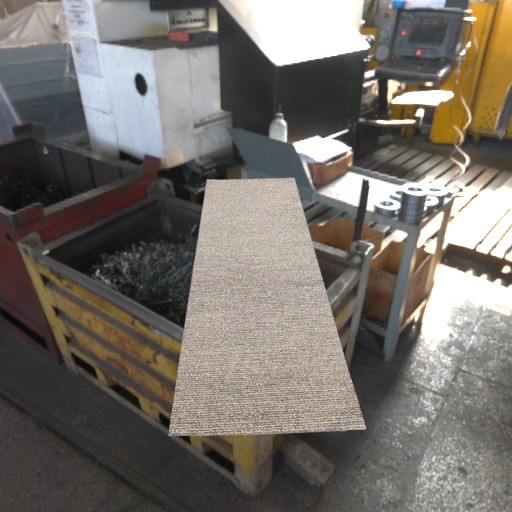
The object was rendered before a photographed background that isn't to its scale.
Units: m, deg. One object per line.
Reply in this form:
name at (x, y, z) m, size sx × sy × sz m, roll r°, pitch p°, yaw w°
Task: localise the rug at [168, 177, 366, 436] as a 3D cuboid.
rug at (0.000, 0.000, 2.535) m, size 0.697 × 0.013 × 2.335 m, roll -1°, pitch 32°, yaw -2°
